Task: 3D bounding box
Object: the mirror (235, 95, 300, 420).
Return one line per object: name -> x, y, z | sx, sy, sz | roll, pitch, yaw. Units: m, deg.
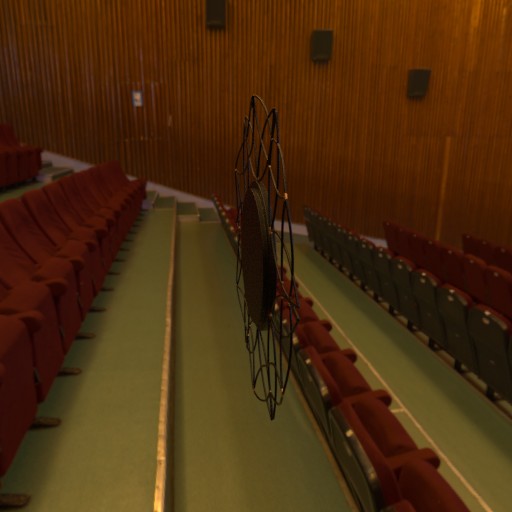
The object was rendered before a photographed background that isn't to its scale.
mirror -> 0.000, 0.000, 1.132 | 0.028, 0.775, 0.797 | -3, 15, -10
